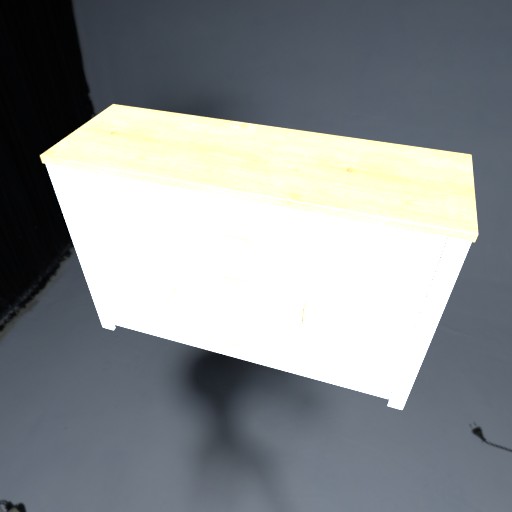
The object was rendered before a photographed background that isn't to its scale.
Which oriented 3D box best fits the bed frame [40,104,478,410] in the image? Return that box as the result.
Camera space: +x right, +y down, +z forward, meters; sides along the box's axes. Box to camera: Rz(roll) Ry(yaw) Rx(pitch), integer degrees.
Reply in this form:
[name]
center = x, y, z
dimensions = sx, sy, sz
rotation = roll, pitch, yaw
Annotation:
[bed frame]
center = 0.000, 0.000, 1.684
dimensions = 1.300, 0.850, 0.430
rotation = 12, 43, 13
